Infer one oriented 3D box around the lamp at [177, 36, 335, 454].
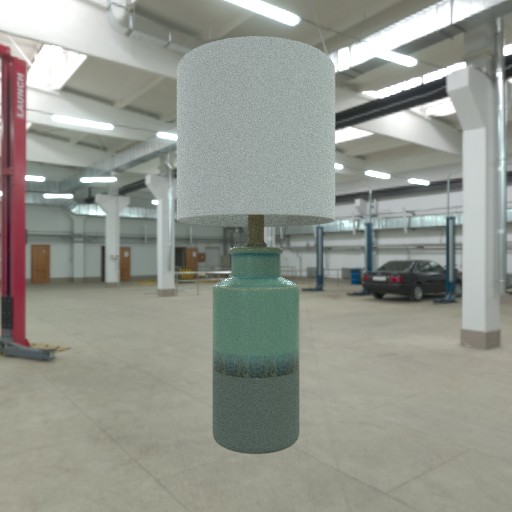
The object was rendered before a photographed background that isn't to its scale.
[{"bbox_3d":[0.000,0.000,0.602,0.212,0.493,0.212,0,0,17],"label":"lamp"}]
